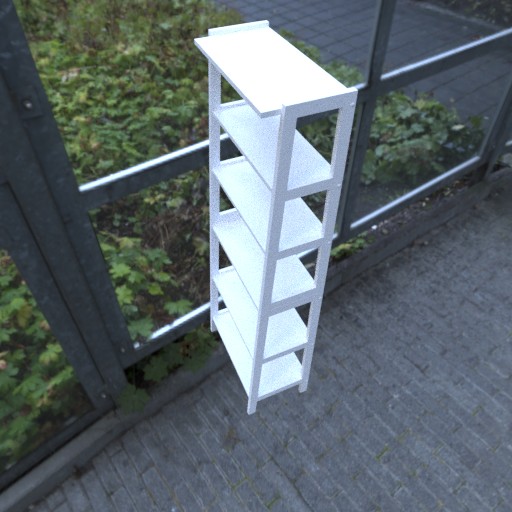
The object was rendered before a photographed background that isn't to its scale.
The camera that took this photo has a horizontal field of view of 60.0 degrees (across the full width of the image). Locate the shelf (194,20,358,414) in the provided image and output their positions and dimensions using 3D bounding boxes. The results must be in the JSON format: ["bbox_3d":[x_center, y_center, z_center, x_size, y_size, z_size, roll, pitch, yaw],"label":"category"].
[{"bbox_3d":[0.000,0.000,2.163,0.381,1.892,0.660,-18,49,-16],"label":"shelf"}]
